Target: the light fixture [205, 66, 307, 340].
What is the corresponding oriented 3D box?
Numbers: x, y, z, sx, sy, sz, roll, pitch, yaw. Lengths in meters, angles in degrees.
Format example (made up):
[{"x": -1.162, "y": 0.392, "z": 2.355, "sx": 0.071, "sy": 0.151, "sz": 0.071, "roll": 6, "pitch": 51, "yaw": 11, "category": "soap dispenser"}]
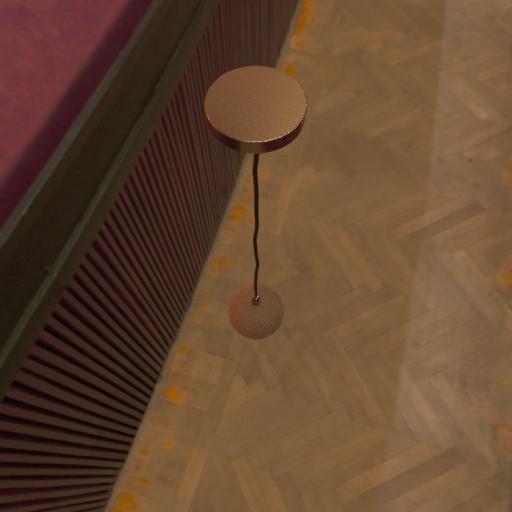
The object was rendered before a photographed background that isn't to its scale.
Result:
[{"x": 0.000, "y": 0.000, "z": 0.822, "sx": 0.139, "sy": 0.764, "sz": 0.139, "roll": 18, "pitch": 66, "yaw": 9, "category": "light fixture"}]
